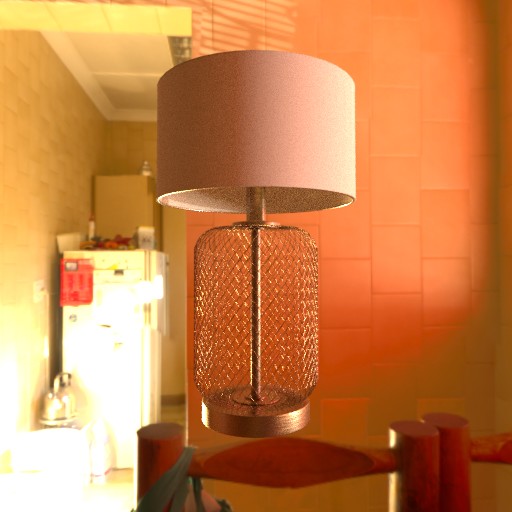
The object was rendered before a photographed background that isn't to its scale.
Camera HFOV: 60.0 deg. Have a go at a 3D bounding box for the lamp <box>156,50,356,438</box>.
[{"bbox_3d":[0.000,0.000,0.799,0.353,0.578,0.353,0,-1,0],"label":"lamp"}]
